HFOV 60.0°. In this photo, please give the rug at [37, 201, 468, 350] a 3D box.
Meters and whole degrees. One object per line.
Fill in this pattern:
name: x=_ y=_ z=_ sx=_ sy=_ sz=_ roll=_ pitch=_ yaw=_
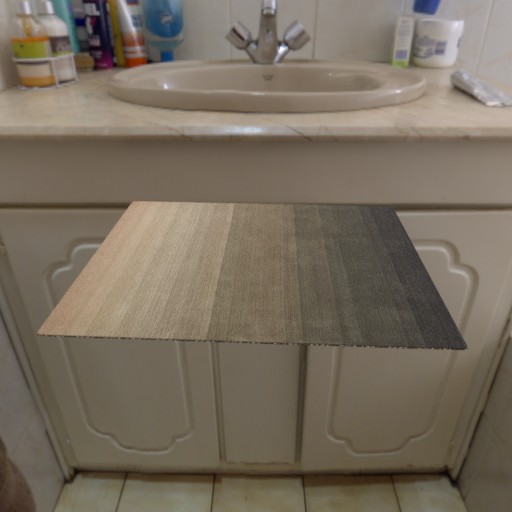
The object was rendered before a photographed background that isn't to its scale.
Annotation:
rug: x=0.000 y=0.000 z=3.945 sx=2.902 sy=0.017 sz=2.305 roll=1 pitch=30 yaw=2
